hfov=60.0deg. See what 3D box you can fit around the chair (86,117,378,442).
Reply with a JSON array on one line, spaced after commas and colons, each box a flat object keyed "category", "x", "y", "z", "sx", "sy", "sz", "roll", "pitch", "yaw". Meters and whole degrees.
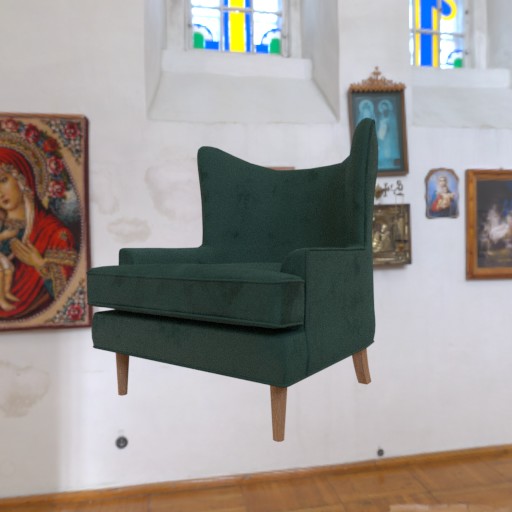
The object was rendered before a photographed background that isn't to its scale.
[{"category": "chair", "x": 0.000, "y": 0.000, "z": 1.625, "sx": 0.793, "sy": 0.952, "sz": 0.910, "roll": 1, "pitch": 1, "yaw": 35}]
